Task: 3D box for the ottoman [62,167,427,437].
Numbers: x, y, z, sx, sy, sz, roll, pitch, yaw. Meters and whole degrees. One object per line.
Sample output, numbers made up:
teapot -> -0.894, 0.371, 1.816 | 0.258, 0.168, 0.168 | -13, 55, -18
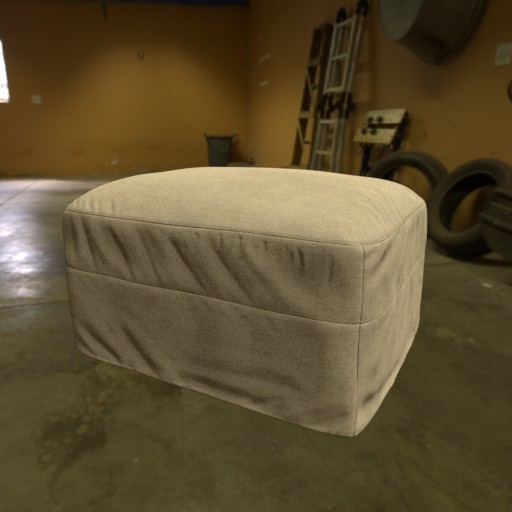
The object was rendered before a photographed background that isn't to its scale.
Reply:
ottoman -> 0.000, 0.000, 1.243 | 0.837, 0.481, 0.683 | 9, 18, 27
